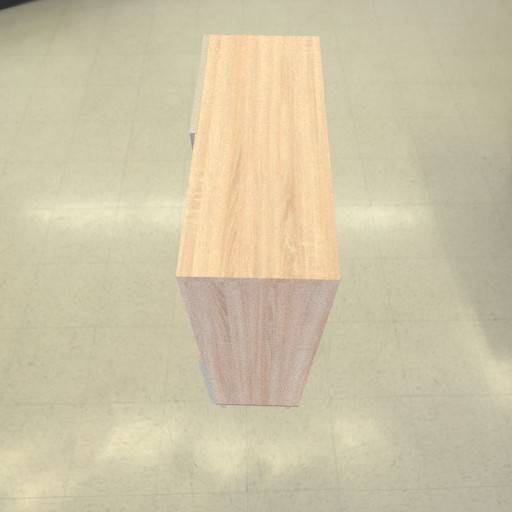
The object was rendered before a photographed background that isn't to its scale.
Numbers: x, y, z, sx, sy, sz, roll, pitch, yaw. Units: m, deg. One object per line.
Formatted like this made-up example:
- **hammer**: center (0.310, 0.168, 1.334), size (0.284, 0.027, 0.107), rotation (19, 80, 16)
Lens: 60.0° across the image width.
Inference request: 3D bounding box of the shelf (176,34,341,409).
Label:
- **shelf**: center (0.000, 0.000, 1.925), size (0.434, 1.405, 0.995), rotation (1, 58, 1)
